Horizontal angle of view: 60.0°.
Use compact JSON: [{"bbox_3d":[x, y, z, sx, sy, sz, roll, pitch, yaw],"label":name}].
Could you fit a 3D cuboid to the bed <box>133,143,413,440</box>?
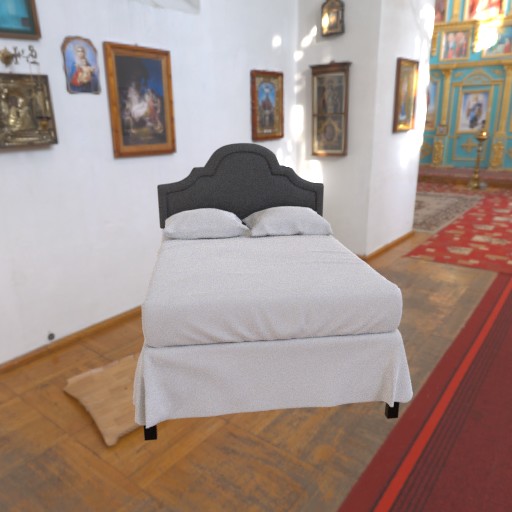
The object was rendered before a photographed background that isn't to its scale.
[{"bbox_3d":[0.000,0.000,3.435,1.780,1.634,2.222,-2,16,-7],"label":"bed"}]
